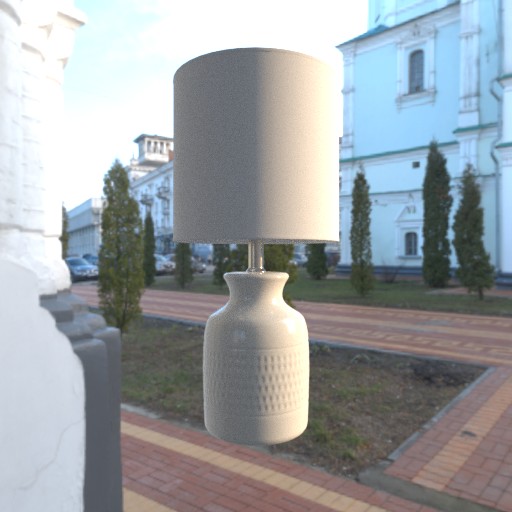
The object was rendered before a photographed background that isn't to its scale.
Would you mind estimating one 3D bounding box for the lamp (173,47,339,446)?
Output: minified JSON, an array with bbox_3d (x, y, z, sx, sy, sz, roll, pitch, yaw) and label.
[{"bbox_3d":[0.000,0.000,0.509,0.188,0.392,0.188,0,0,-36],"label":"lamp"}]
